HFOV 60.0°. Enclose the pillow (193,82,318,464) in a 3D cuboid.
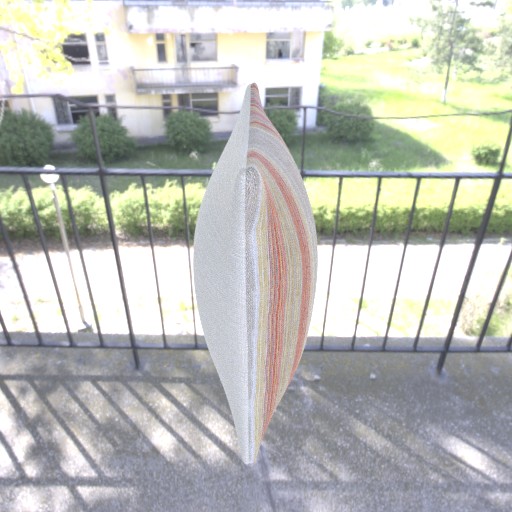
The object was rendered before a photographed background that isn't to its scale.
[{"bbox_3d":[0.000,0.000,0.697,0.191,0.449,0.451,0,31,0],"label":"pillow"}]
